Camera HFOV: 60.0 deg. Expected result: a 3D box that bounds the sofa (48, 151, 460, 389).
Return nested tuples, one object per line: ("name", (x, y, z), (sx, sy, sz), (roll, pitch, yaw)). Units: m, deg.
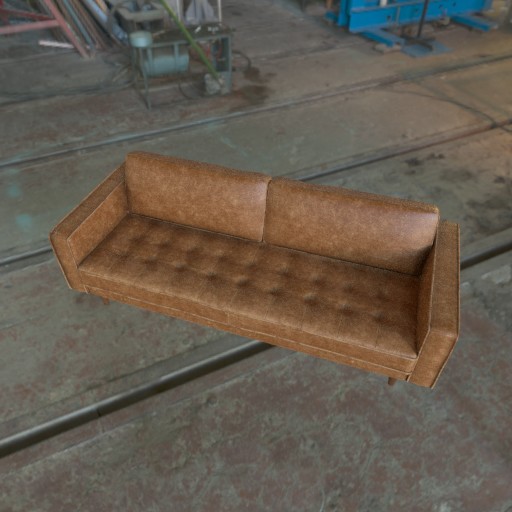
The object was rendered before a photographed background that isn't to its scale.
("sofa", (0.000, 0.000, 2.616), (2.199, 0.779, 0.886), (13, 44, 14))
